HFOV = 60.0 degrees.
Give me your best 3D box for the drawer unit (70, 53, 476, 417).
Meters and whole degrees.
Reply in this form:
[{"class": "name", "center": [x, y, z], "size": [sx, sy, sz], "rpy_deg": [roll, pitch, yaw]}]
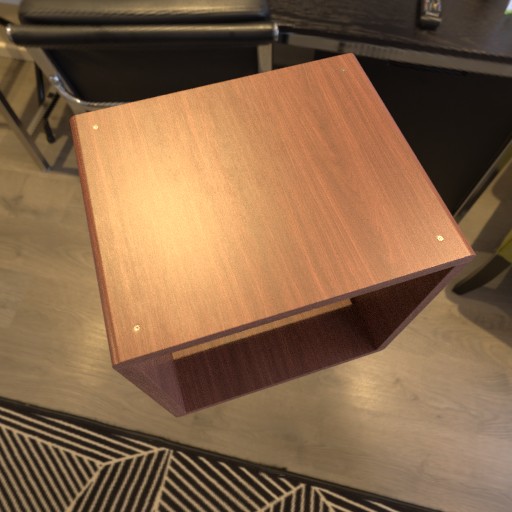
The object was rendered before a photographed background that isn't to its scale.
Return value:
[{"class": "drawer unit", "center": [0.000, 0.000, 0.612], "size": [0.349, 0.351, 0.290], "rpy_deg": [-16, 64, -8]}]
